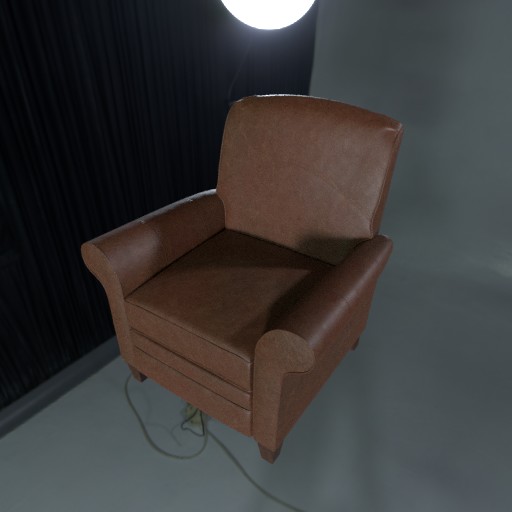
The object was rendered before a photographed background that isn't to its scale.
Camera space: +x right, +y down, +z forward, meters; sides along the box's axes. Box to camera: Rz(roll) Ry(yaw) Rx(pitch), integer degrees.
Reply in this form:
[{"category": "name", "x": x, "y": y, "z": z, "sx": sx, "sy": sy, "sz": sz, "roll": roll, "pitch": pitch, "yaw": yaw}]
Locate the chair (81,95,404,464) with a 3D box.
[{"category": "chair", "x": 0.000, "y": 0.000, "z": 1.743, "sx": 0.978, "sy": 1.061, "sz": 0.902, "roll": 20, "pitch": 37, "yaw": 29}]
